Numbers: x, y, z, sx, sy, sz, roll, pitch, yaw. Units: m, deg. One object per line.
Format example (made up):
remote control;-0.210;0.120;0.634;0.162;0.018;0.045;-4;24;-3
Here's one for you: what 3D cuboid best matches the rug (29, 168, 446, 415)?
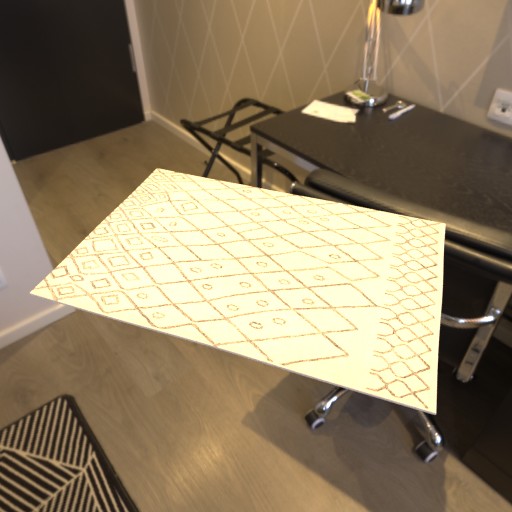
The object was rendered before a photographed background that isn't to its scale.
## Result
rug;0.000;0.000;2.283;1.828;0.015;1.222;13;43;15
